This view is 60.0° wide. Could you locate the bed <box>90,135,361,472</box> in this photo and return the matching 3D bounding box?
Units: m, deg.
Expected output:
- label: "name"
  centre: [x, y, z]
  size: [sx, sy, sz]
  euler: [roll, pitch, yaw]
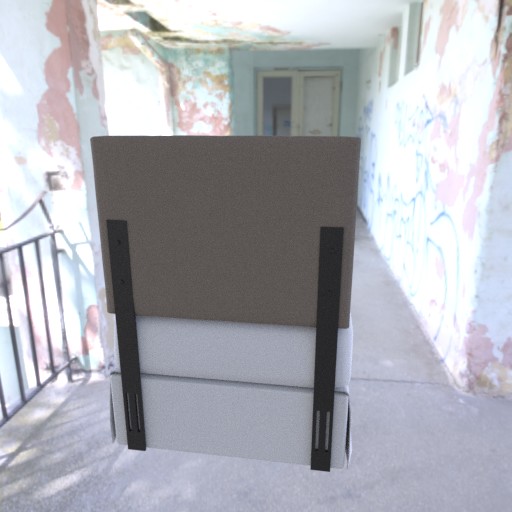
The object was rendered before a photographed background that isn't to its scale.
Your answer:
- label: "bed"
  centre: [0.000, 0.000, 2.941]
  size: [1.261, 1.571, 1.997]
  euler: [2, 16, 8]
